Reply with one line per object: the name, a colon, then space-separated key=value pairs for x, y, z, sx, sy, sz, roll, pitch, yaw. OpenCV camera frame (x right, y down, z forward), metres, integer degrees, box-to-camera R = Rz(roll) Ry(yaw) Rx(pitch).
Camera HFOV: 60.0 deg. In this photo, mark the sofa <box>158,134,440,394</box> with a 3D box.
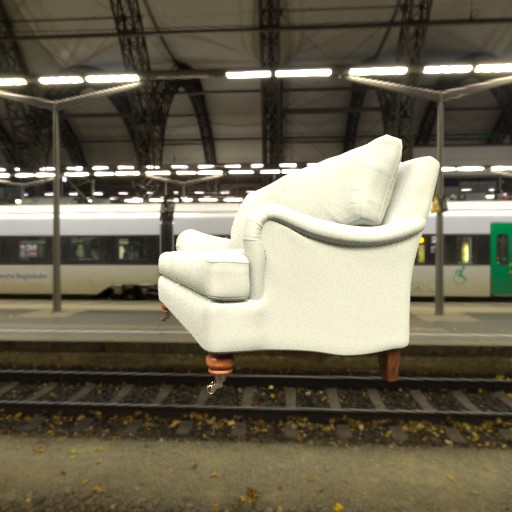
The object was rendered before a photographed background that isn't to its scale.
sofa: x=0.000 y=0.000 z=2.826 sx=1.069 sy=1.096 sz=2.193 roll=0 pitch=0 yaw=-17
